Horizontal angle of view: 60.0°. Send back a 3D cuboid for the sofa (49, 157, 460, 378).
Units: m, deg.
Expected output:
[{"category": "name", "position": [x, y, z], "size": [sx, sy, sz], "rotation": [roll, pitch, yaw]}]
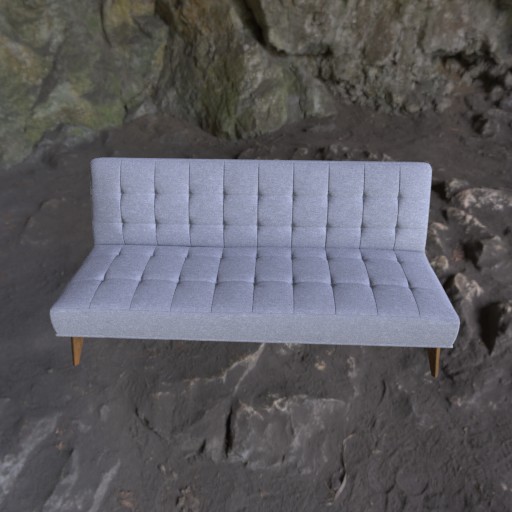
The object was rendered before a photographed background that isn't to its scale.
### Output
[{"category": "sofa", "position": [0.000, 0.000, 2.250], "size": [1.800, 0.810, 0.860], "rotation": [1, 31, 2]}]
